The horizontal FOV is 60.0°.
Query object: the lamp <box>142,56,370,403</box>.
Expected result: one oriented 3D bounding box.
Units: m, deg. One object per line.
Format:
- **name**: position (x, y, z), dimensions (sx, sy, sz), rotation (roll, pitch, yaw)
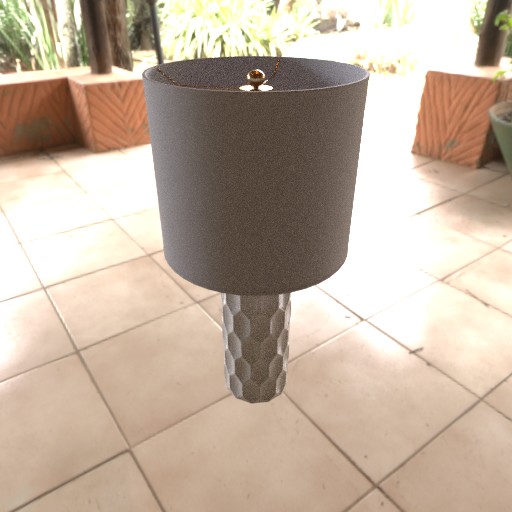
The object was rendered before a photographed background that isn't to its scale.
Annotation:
- **lamp**: position (0.000, 0.000, 0.686), dimensions (0.277, 0.537, 0.277), rotation (-21, 37, -31)
